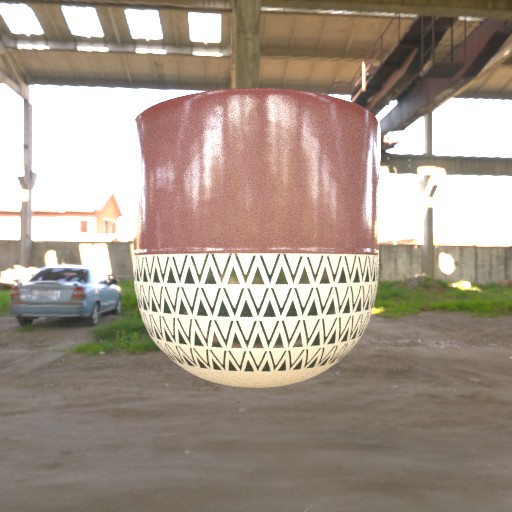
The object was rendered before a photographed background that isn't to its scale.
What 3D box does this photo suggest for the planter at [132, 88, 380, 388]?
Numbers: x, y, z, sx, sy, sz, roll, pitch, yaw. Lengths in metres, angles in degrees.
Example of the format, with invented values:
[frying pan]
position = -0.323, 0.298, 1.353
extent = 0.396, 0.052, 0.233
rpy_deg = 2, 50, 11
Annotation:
[planter]
position = 0.000, 0.000, 0.491
extent = 0.266, 0.270, 0.266
rpy_deg = 0, -1, 0
